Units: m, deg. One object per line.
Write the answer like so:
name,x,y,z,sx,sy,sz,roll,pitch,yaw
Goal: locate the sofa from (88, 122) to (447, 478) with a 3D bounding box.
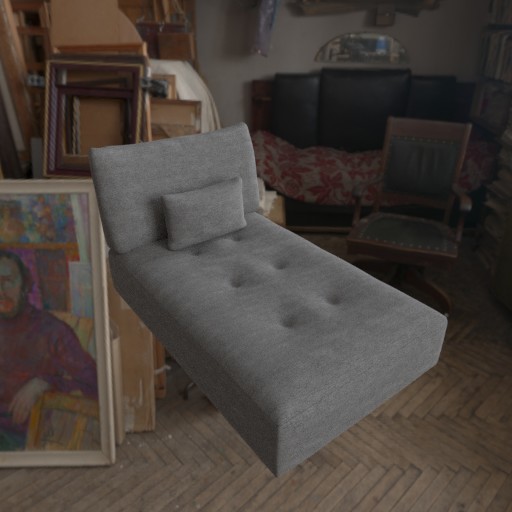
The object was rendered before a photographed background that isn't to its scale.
sofa,0.000,0.000,1.994,0.930,0.820,1.450,-21,36,-32
